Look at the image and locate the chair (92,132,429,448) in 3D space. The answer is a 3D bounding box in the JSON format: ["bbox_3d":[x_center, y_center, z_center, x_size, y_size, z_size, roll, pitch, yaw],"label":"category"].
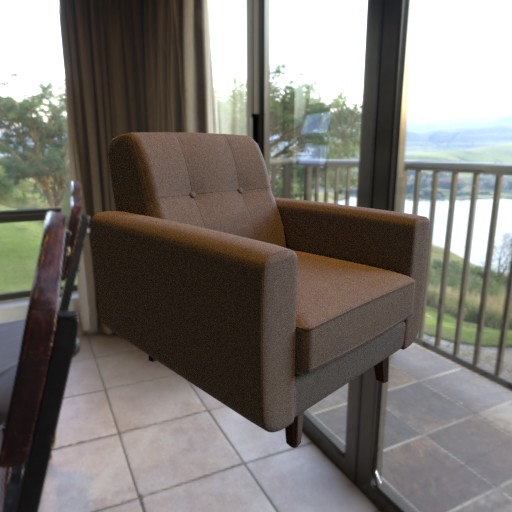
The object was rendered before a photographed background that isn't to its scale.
[{"bbox_3d":[0.000,0.000,1.538,0.907,0.839,0.831,13,19,43],"label":"chair"}]
